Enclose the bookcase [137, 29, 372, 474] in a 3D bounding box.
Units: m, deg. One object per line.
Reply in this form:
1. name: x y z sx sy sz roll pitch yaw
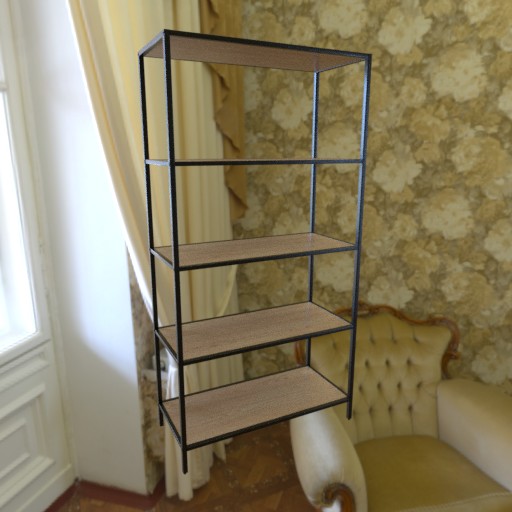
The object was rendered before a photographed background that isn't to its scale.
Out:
1. bookcase: 0.000 0.000 1.768 0.770 1.500 0.350 -7 15 -26
